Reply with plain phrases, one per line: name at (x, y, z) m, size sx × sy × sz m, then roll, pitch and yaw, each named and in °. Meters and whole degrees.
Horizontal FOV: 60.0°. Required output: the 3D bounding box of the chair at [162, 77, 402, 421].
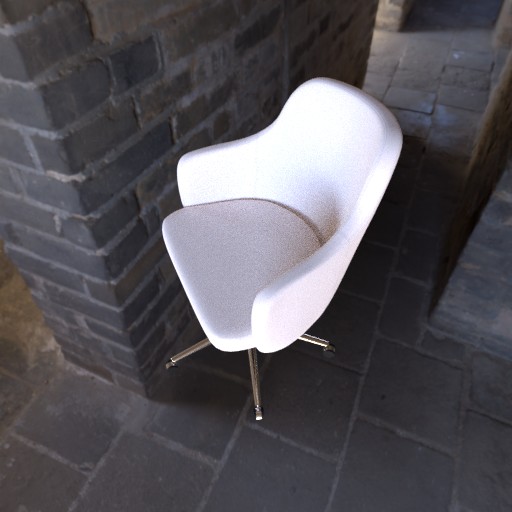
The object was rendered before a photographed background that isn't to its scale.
chair at (0.000, 0.000, 1.262) m, size 0.647 × 0.819 × 0.602 m, roll -18°, pitch 48°, yaw -17°
